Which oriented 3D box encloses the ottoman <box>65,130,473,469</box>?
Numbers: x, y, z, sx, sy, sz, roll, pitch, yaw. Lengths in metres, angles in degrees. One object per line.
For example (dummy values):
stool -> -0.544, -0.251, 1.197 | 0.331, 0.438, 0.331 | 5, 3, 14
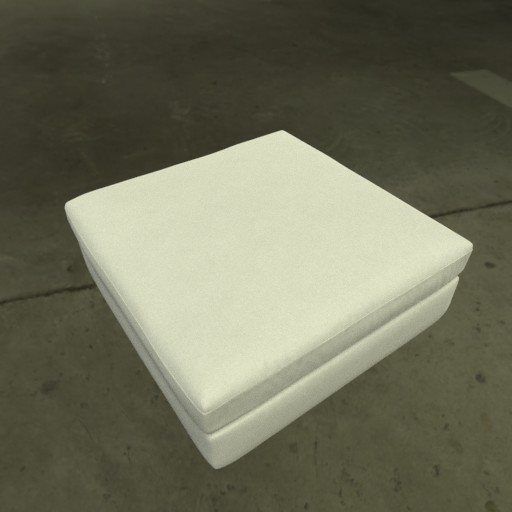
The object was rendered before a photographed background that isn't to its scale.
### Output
ottoman -> 0.000, 0.000, 1.805 | 1.163, 0.482, 1.167 | -25, 47, -26
